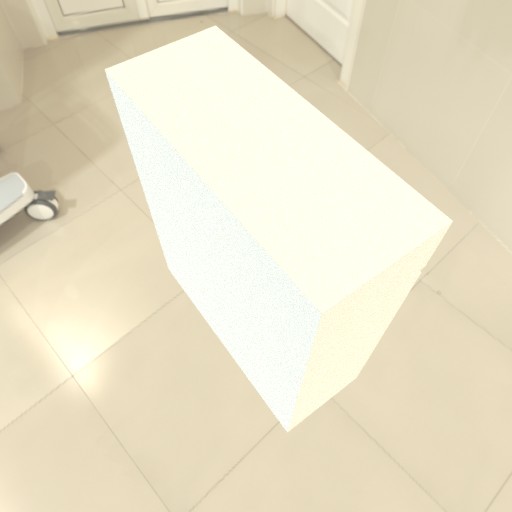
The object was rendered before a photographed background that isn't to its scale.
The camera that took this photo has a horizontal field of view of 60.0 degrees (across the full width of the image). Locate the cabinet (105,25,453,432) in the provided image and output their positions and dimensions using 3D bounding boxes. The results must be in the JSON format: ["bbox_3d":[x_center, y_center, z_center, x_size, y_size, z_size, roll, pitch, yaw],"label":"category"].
[{"bbox_3d":[0.000,0.000,1.681,0.400,1.190,1.000,-32,63,-19],"label":"cabinet"}]
